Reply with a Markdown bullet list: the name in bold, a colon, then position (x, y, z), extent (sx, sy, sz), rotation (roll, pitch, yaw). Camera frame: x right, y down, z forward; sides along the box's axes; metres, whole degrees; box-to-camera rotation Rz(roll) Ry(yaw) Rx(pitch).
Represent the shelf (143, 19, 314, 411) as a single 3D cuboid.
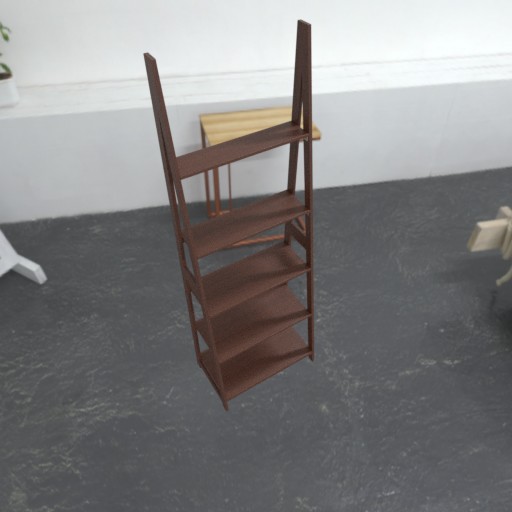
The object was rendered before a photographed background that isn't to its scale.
- **shelf**: position (0.000, 0.000, 1.986), extent (0.600, 1.770, 0.350), rotation (-24, 50, -22)
